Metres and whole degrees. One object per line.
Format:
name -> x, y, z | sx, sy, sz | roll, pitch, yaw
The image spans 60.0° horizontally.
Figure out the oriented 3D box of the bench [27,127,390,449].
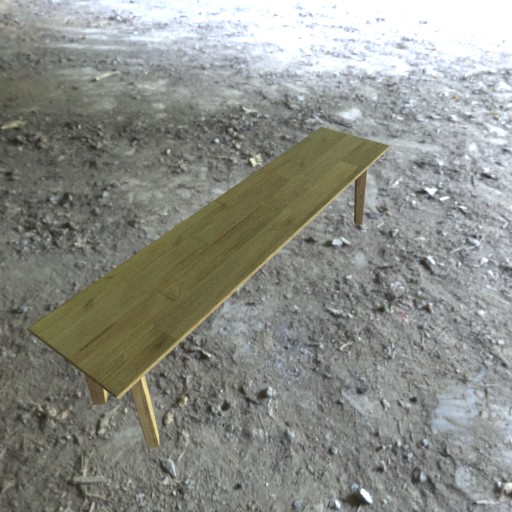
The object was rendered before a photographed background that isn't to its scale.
bench -> 0.000, 0.000, 1.836 | 0.378, 0.431, 1.698 | 25, 46, 27
